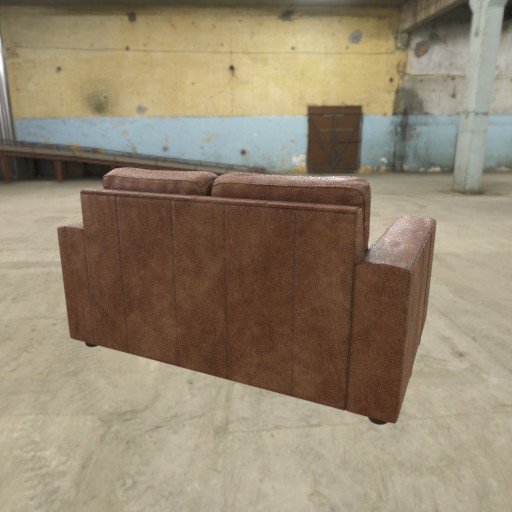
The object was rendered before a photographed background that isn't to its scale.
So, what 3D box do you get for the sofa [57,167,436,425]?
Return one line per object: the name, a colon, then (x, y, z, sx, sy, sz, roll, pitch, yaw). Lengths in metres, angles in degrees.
sofa: (0.000, 0.000, 2.258, 1.626, 0.889, 1.041, 7, 17, 25)
